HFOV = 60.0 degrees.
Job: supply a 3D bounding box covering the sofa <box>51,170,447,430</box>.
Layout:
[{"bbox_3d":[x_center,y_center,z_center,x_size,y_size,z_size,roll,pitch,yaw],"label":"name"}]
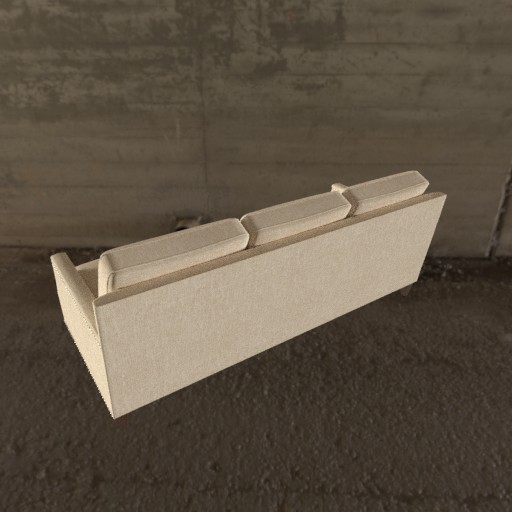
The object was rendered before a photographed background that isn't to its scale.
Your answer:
[{"bbox_3d":[0.000,0.000,2.779,2.210,0.940,1.041,-18,33,-30],"label":"sofa"}]
